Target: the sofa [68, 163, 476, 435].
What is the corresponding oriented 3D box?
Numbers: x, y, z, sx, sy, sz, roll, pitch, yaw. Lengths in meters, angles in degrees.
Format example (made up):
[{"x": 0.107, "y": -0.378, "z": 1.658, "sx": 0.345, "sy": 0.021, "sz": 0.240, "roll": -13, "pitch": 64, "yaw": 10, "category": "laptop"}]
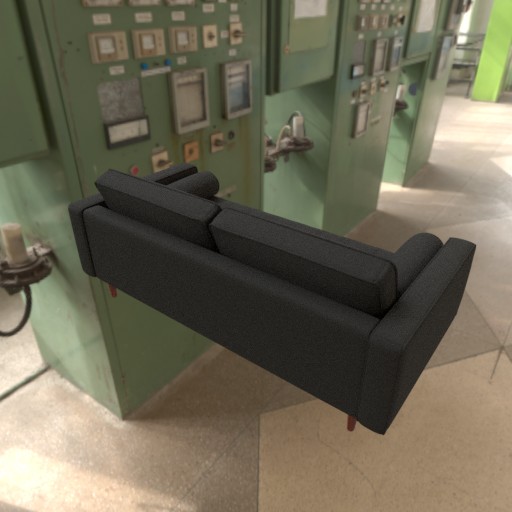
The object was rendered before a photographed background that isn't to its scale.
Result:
[{"x": 0.000, "y": 0.000, "z": 2.293, "sx": 1.875, "sy": 0.759, "sz": 0.914, "roll": 21, "pitch": 36, "yaw": 31, "category": "sofa"}]
